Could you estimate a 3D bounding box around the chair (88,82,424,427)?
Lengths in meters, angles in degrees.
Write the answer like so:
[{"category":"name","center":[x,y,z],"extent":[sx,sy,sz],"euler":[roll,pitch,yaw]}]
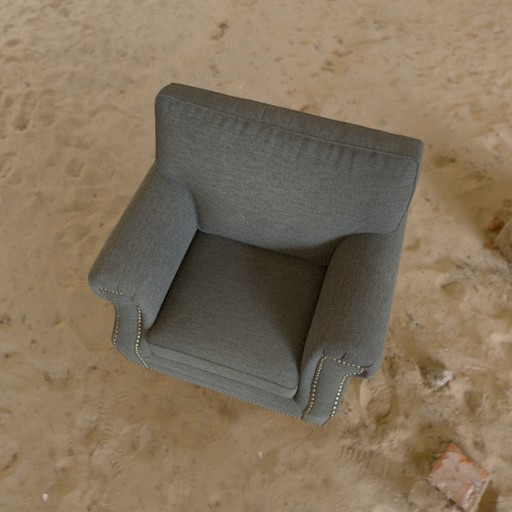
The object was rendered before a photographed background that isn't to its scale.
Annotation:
[{"category":"chair","center":[0.000,0.000,1.795],"extent":[1.092,0.961,0.965],"euler":[16,60,9]}]
